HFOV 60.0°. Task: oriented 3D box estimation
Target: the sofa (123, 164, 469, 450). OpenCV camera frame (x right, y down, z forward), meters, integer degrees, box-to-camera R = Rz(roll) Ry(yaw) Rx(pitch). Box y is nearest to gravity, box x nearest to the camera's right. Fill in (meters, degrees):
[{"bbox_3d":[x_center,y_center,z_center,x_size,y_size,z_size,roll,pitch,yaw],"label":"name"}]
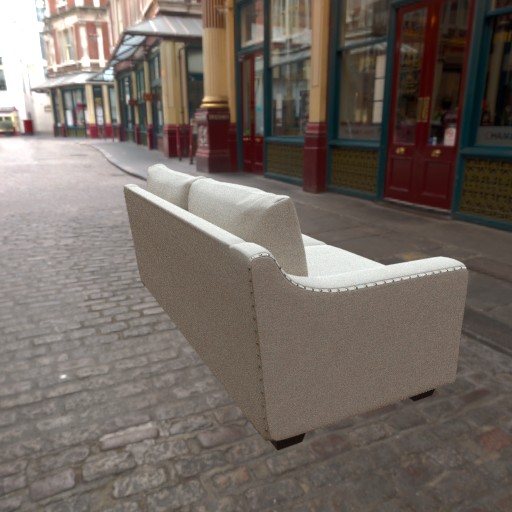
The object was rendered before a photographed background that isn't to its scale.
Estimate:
[{"bbox_3d":[0.000,0.000,2.629,1.104,0.983,2.107,-8,18,-26],"label":"sofa"}]
